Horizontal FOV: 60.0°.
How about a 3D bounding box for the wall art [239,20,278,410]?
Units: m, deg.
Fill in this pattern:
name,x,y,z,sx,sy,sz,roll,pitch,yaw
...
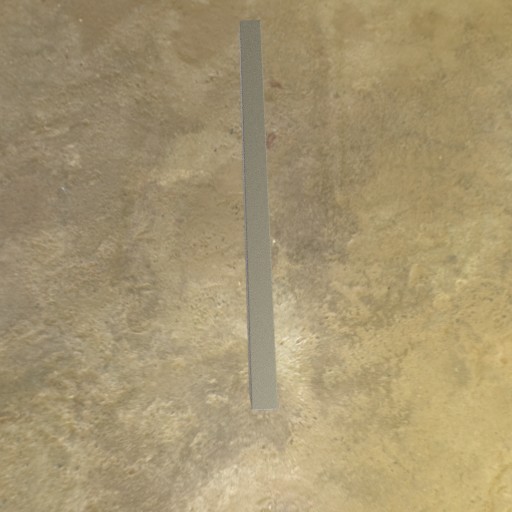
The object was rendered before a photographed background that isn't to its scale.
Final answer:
name,x,y,z,sx,sy,sz,roll,pitch,yaw
wall art,0.000,0.000,0.761,0.029,0.558,0.458,-2,75,-1
